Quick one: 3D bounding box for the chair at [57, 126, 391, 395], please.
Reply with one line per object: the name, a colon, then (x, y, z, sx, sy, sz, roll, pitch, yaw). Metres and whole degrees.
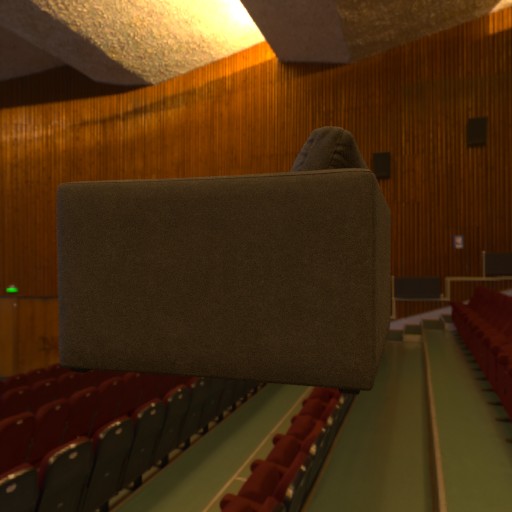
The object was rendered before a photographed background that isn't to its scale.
chair: (0.000, 0.000, 1.905, 1.091, 0.845, 1.190, 0, 0, 19)
